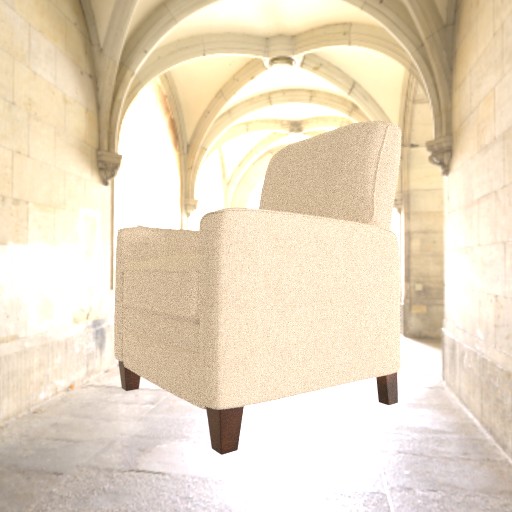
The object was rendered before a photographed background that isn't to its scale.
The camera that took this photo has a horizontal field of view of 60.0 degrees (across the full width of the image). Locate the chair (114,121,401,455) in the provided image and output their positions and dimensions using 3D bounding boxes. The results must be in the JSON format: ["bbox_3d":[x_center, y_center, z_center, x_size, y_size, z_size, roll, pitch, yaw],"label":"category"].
[{"bbox_3d":[0.000,0.000,1.654,0.858,1.028,0.841,1,-1,-36],"label":"chair"}]
